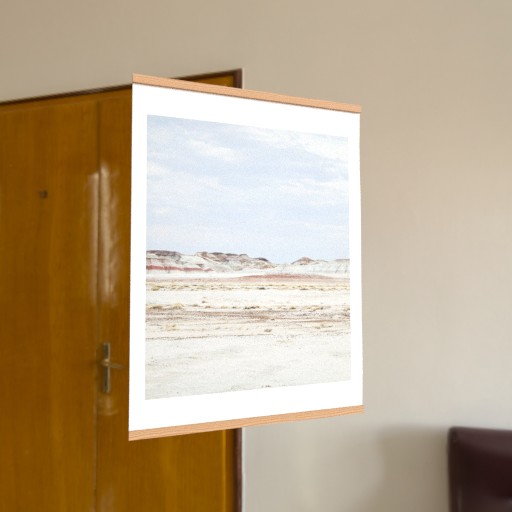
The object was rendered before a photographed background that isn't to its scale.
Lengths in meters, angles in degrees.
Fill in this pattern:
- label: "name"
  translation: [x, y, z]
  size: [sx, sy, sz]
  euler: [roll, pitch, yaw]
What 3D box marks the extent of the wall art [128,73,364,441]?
- label: "wall art"
  translation: [0.000, 0.000, 1.356]
  size: [0.739, 1.016, 0.020]
  euler: [1, -2, -19]
